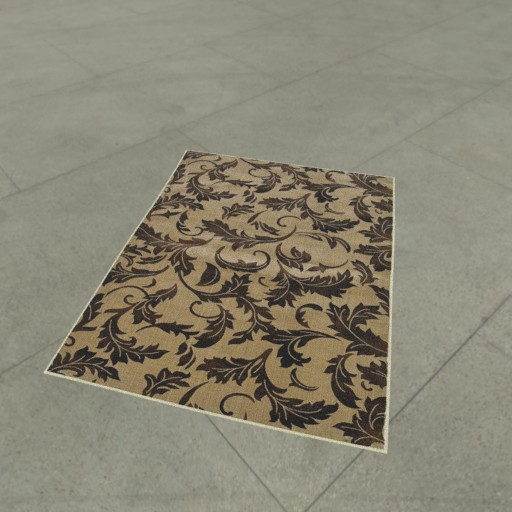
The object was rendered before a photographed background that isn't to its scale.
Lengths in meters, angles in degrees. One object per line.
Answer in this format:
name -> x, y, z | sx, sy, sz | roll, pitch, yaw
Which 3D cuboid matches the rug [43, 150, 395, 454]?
rug -> 0.000, 0.000, 3.925 | 2.380, 0.008, 2.977 | 10, 46, 9
